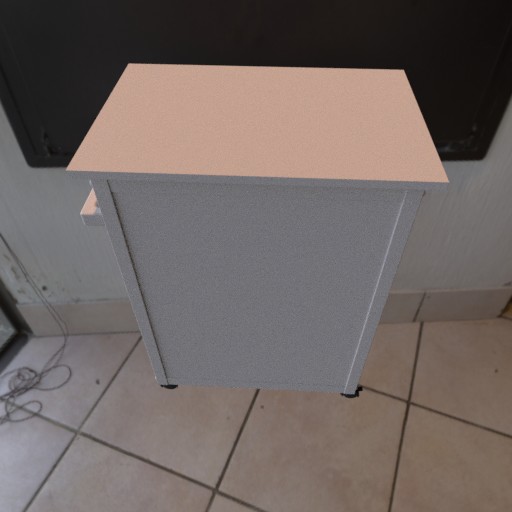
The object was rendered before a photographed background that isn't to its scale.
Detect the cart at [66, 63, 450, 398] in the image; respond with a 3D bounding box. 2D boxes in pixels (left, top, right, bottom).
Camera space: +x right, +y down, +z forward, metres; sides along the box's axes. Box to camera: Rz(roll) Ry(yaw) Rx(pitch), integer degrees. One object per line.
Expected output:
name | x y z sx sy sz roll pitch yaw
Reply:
cart | 0.000 0.000 1.231 0.683 0.864 0.442 2 46 2
